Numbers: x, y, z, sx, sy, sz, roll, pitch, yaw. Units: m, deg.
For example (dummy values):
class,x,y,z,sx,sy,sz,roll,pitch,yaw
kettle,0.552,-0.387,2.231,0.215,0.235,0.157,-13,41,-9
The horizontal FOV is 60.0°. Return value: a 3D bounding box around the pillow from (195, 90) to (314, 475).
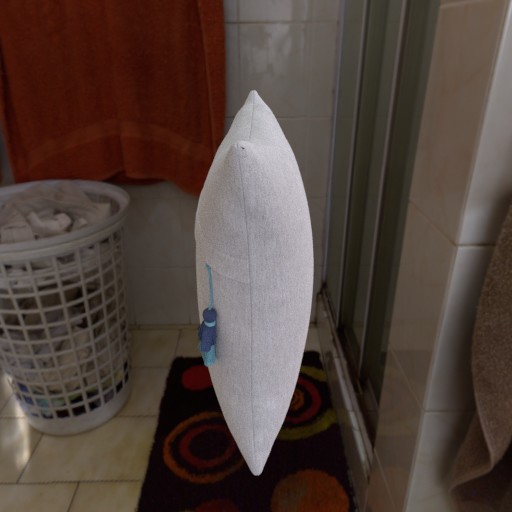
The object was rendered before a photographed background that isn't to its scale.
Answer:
class,x,y,z,sx,sy,sz,roll,pitch,yaw
pillow,0.000,0.000,0.681,0.173,0.436,0.433,1,26,1
